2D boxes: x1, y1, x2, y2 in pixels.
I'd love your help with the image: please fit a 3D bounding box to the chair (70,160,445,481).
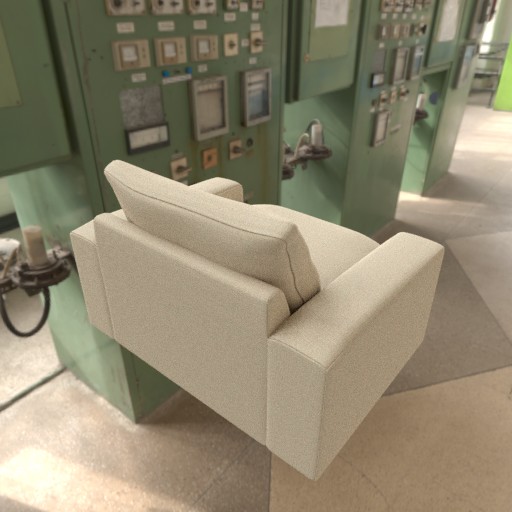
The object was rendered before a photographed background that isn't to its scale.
[{"bbox_3d":[0.000,0.000,2.056,1.398,0.915,1.039,22,36,34],"label":"chair"}]
